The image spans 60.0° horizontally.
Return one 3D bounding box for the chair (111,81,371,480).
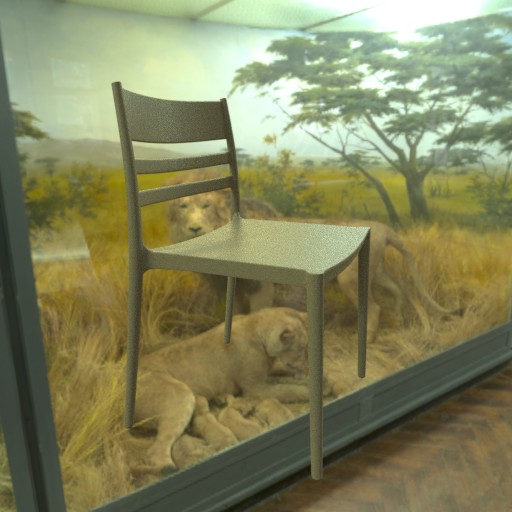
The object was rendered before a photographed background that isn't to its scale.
[{"bbox_3d":[0.000,0.000,1.122,0.511,0.800,0.531,7,17,24],"label":"chair"}]
